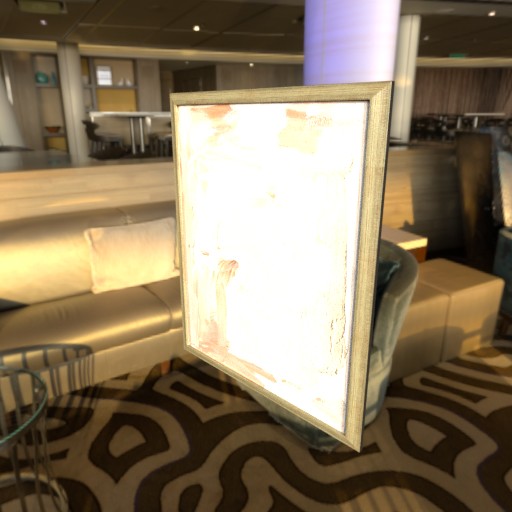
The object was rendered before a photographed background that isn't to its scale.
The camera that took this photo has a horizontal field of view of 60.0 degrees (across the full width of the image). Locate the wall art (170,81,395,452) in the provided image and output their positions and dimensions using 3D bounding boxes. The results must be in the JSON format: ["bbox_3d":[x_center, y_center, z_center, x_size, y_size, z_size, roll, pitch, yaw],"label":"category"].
[{"bbox_3d":[0.000,0.000,0.933,0.559,0.660,0.018,17,24,42],"label":"wall art"}]
